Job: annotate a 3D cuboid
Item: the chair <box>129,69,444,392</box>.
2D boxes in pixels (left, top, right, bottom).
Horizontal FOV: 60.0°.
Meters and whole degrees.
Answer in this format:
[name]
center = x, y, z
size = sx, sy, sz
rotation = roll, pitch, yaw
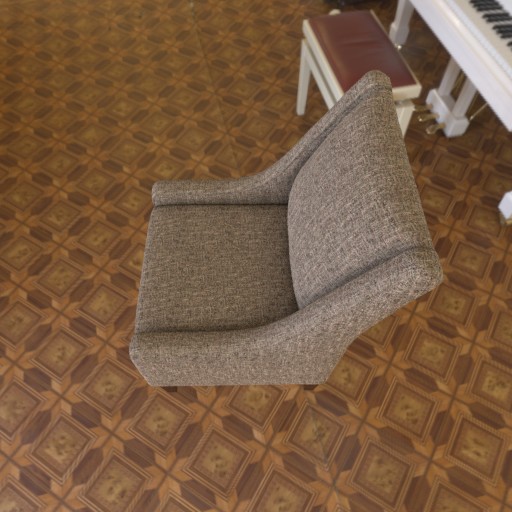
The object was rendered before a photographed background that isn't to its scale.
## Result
[chair]
center = 0.000, 0.000, 1.614
size = 0.870, 1.014, 0.774
rotation = -1, 58, 0
